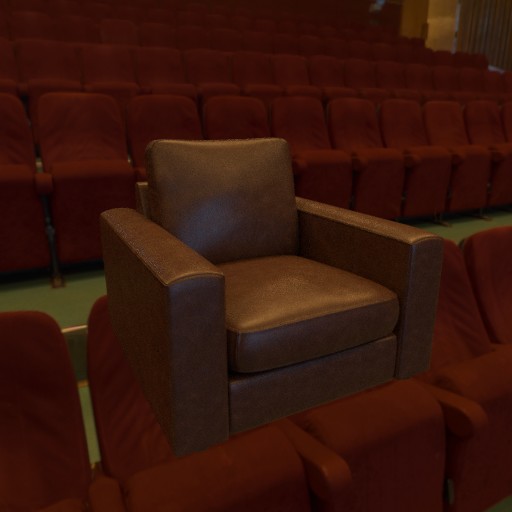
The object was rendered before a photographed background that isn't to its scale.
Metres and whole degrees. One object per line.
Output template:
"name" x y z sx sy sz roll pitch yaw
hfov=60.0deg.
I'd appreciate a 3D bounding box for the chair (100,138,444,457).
"chair" 0.000 0.000 1.735 1.005 0.873 1.016 -9 19 -26
